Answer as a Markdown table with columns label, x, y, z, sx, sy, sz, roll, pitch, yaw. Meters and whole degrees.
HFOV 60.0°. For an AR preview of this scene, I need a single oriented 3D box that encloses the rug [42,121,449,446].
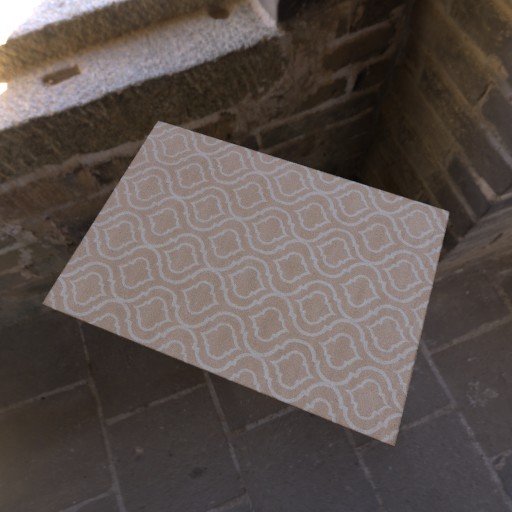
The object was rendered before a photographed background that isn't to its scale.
| label | x | y | z | sx | sy | sz | roll | pitch | yaw |
| --- | --- | --- | --- | --- | --- | --- | --- | --- | --- |
| rug | 0.000 | 0.000 | 2.768 | 2.134 | 0.010 | 1.524 | 19 | 66 | 9 |
